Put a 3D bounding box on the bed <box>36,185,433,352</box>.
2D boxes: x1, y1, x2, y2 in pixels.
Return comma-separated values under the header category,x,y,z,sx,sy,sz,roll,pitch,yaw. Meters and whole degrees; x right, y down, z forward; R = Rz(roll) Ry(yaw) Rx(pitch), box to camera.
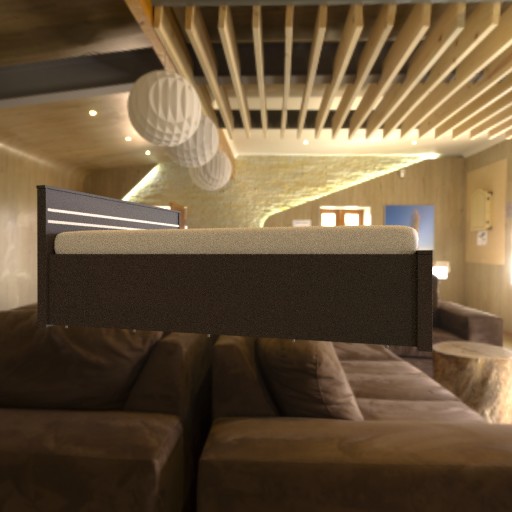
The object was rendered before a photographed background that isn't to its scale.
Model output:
category,x,y,z,sx,sy,sz,roll,pitch,yaw
bed,0.000,0.000,2.980,2.103,0.808,1.634,0,0,18
